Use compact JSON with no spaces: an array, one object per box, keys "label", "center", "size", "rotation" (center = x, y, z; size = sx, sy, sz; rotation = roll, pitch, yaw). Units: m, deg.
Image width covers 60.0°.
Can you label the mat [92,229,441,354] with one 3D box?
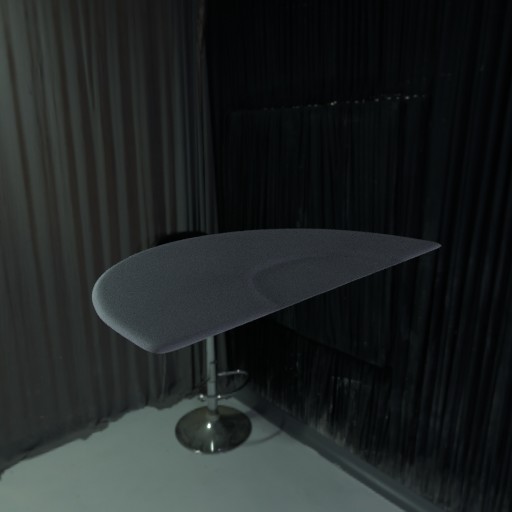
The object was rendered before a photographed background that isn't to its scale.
[{"label":"mat","center":[0.000,0.000,1.828],"size":[1.525,0.016,0.917],"rotation":[-14,21,-43]}]
